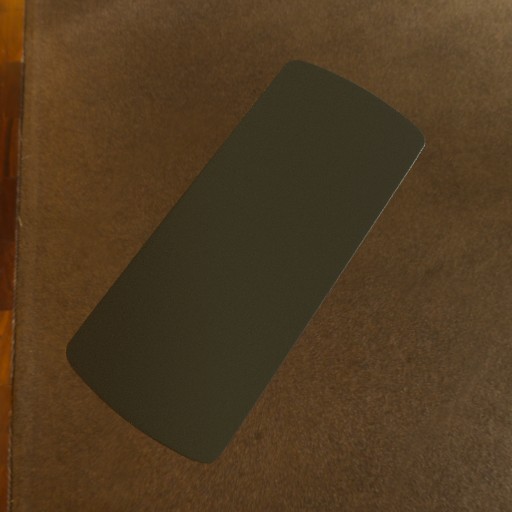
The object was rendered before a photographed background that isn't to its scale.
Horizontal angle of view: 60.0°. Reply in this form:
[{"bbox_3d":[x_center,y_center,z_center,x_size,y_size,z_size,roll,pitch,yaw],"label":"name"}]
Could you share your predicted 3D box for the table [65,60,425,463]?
[{"bbox_3d":[0.000,0.000,1.638,0.571,0.457,1.333,34,78,8],"label":"table"}]
